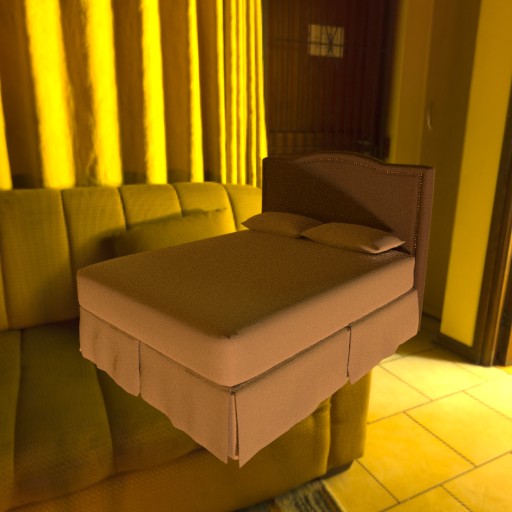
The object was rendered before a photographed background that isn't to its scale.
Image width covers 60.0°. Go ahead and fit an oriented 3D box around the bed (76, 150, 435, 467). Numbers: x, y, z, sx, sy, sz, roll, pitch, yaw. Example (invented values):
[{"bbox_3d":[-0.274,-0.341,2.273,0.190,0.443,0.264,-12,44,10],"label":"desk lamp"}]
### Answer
[{"bbox_3d":[0.000,0.000,3.251,1.744,1.441,2.128,15,21,42],"label":"bed"}]
